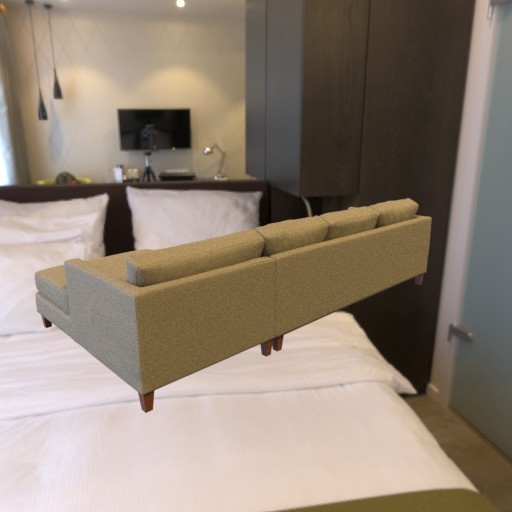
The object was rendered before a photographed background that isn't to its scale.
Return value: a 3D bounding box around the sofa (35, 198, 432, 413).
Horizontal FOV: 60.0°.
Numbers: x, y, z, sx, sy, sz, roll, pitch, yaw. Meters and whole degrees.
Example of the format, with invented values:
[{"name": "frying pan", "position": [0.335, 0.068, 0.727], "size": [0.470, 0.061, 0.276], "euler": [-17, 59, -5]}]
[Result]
[{"name": "sofa", "position": [0.000, 0.000, 3.861], "size": [3.186, 0.861, 1.625], "euler": [-14, 21, -42]}]
